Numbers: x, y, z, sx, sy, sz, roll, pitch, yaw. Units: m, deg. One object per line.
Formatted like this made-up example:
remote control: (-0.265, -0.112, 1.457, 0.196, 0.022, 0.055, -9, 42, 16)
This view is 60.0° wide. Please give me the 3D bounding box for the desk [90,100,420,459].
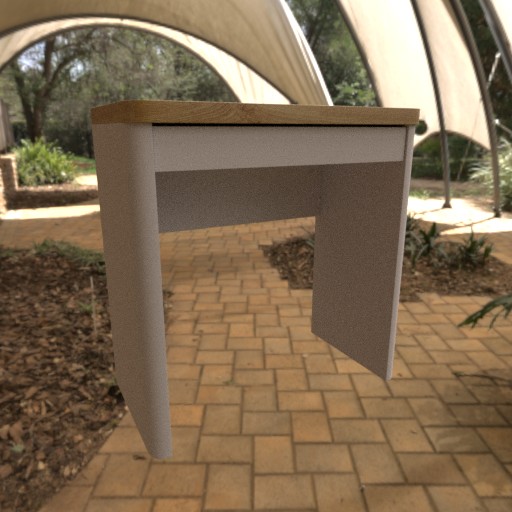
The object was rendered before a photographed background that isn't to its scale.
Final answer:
desk: (0.000, 0.000, 1.253, 0.760, 0.790, 0.440, -9, 18, -27)
